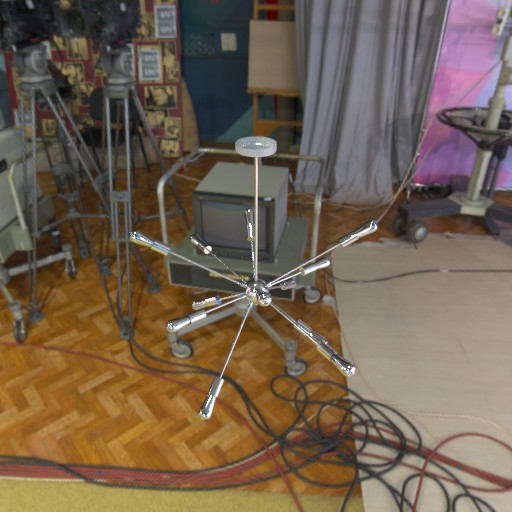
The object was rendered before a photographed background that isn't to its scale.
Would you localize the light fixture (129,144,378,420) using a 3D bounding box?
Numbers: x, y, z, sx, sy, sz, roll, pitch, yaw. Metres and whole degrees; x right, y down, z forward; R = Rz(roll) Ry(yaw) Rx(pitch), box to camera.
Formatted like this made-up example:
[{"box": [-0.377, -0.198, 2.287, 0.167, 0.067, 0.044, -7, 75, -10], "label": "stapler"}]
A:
[{"box": [0.000, 0.000, 1.074, 0.509, 0.558, 0.684, -21, 37, -29], "label": "light fixture"}]
